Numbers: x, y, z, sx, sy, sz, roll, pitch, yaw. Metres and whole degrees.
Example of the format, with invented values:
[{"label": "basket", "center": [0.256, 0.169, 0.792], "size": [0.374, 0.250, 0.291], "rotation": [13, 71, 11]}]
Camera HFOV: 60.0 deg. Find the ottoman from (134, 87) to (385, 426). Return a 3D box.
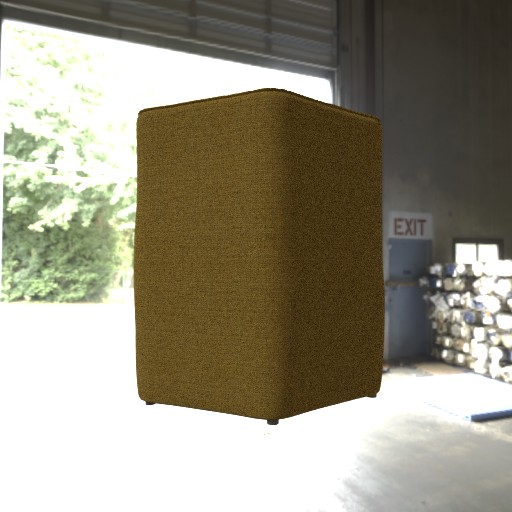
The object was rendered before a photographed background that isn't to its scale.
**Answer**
[{"label": "ottoman", "center": [0.000, 0.000, 0.878], "size": [0.494, 0.502, 0.443], "rotation": [1, -1, -36]}]
